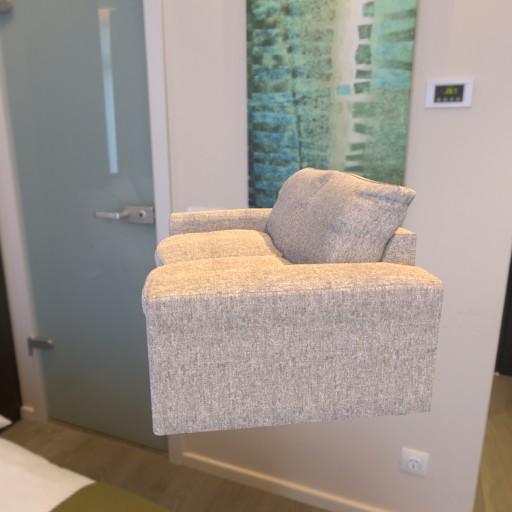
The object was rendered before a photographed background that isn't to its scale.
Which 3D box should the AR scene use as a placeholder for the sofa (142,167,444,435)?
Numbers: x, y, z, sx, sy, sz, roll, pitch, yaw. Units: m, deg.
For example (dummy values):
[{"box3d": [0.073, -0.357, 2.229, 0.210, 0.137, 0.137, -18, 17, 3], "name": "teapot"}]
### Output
[{"box3d": [0.000, 0.000, 2.342, 1.094, 0.877, 1.758, -2, 14, -8], "name": "sofa"}]
